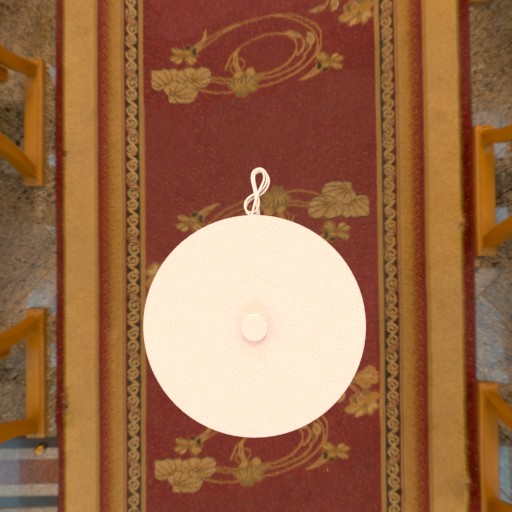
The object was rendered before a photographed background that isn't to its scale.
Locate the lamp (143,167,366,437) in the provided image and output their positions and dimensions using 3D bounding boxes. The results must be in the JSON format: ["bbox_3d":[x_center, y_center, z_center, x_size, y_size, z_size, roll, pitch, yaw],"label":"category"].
[{"bbox_3d":[0.000,0.000,0.698,0.229,0.508,0.369,0,90,0],"label":"lamp"}]
